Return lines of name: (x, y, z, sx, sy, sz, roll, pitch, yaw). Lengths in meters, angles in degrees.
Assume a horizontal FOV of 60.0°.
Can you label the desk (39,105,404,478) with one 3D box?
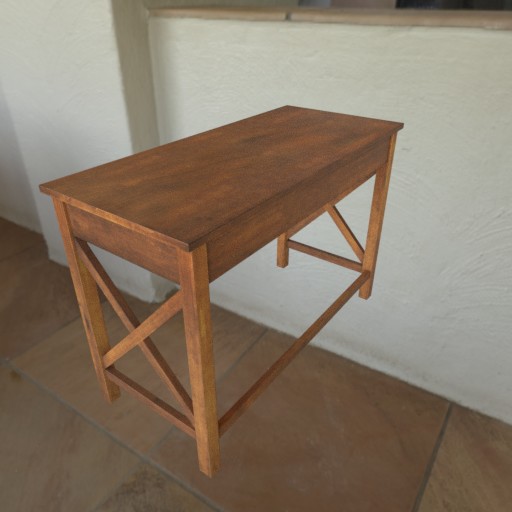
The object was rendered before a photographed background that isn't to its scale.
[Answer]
desk: (0.000, 0.000, 1.538, 0.508, 0.762, 1.117, 21, 36, 31)
